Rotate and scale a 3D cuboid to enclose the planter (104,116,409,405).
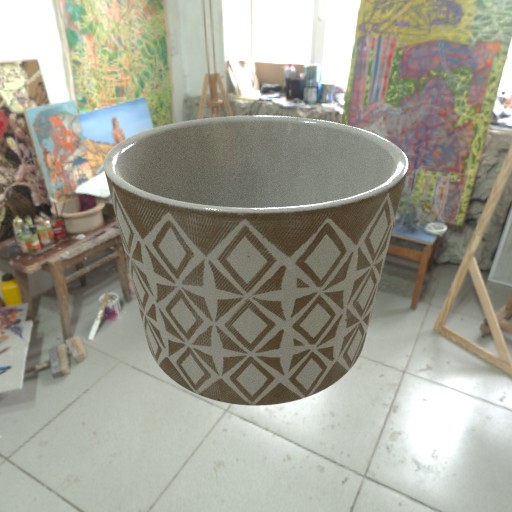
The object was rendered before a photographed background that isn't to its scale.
[{"bbox_3d":[0.000,0.000,0.449,0.260,0.220,0.260,0,31,0],"label":"planter"}]
